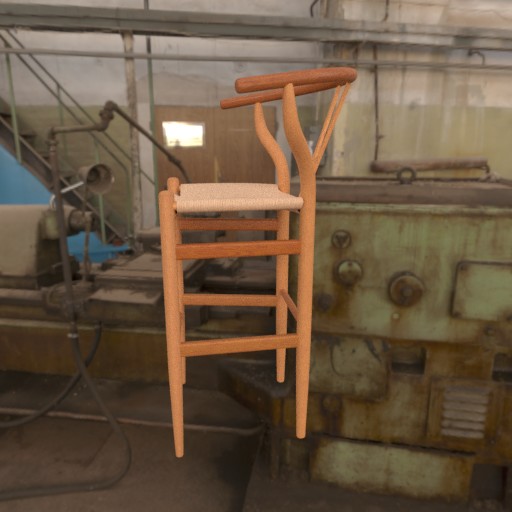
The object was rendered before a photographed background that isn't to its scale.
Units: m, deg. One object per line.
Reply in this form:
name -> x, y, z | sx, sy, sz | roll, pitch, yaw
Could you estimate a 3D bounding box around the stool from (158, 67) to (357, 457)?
stool -> 0.000, 0.000, 1.368 | 0.561, 1.068, 0.574 | -2, 15, -8
